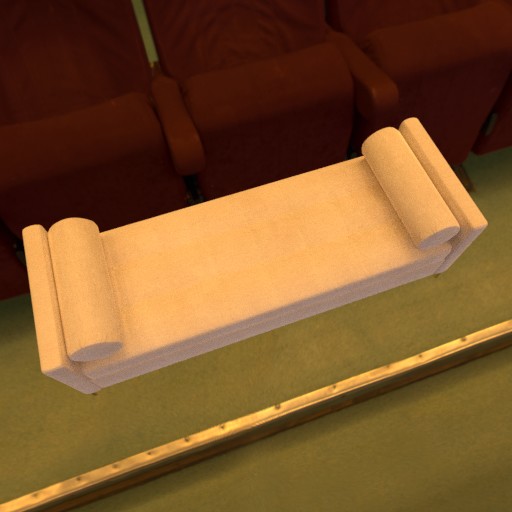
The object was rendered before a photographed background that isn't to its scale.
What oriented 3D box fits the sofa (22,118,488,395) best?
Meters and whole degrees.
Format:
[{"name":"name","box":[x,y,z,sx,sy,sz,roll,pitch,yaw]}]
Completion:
[{"name":"sofa","box":[0.000,0.000,2.244,1.981,0.635,0.686,-18,65,-8]}]
